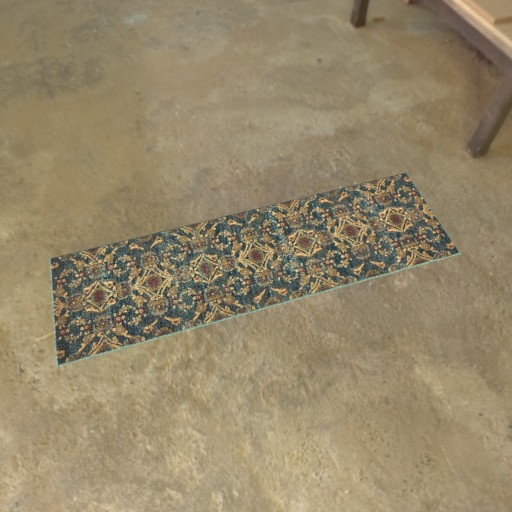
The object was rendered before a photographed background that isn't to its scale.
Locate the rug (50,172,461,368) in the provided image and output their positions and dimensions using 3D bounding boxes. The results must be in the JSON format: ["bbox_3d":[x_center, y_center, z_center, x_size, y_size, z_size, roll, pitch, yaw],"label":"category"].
[{"bbox_3d":[0.000,0.000,2.574,2.292,0.014,0.685,-15,58,-9],"label":"rug"}]
